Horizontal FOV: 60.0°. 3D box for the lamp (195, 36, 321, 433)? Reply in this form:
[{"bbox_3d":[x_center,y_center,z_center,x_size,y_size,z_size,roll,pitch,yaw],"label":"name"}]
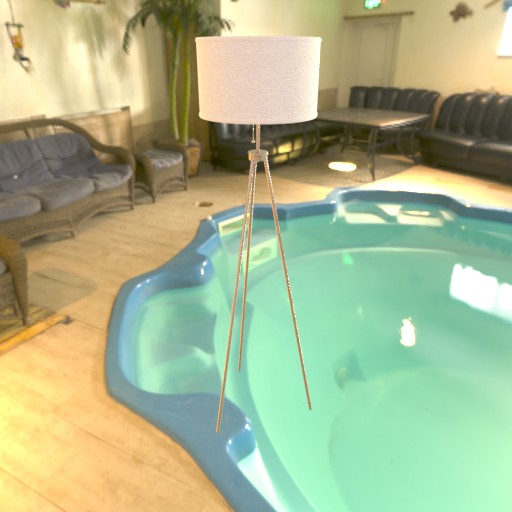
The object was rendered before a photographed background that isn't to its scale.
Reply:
[{"bbox_3d":[0.000,0.000,1.748,0.448,1.545,0.458,16,29,32],"label":"lamp"}]
